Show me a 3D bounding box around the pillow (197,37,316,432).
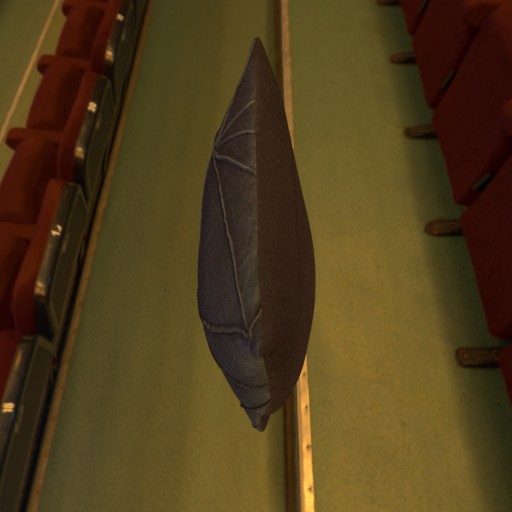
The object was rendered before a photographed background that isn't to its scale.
[{"bbox_3d":[0.000,0.000,0.669,0.183,0.440,0.439,0,60,0],"label":"pillow"}]
